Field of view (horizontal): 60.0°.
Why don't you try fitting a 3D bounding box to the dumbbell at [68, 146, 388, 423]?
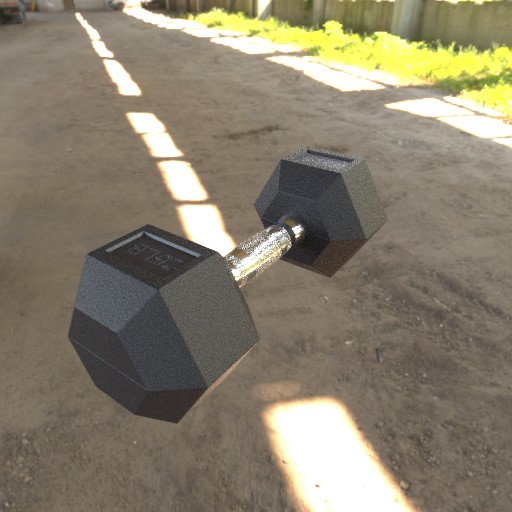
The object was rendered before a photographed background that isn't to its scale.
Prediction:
[{"bbox_3d":[0.000,0.000,0.382,0.129,0.113,0.315,21,37,30],"label":"dumbbell"}]
